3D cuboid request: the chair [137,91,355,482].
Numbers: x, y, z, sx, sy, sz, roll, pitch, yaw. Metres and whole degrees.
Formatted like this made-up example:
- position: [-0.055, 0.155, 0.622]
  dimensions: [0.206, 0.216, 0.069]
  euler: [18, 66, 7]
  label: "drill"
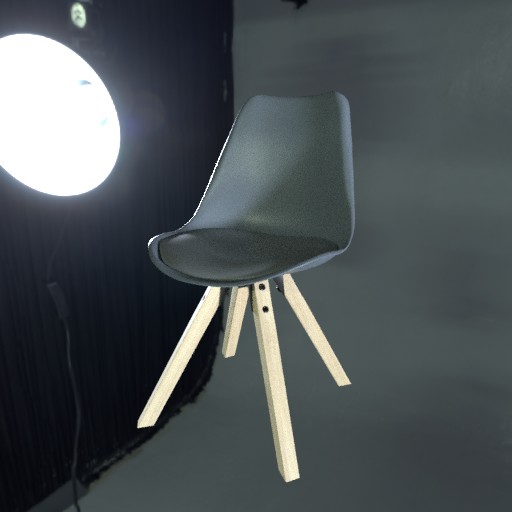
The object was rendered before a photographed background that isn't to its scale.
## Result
- position: [0.000, 0.000, 1.170]
  dimensions: [0.485, 0.850, 0.550]
  euler: [7, 17, 26]
  label: "chair"
